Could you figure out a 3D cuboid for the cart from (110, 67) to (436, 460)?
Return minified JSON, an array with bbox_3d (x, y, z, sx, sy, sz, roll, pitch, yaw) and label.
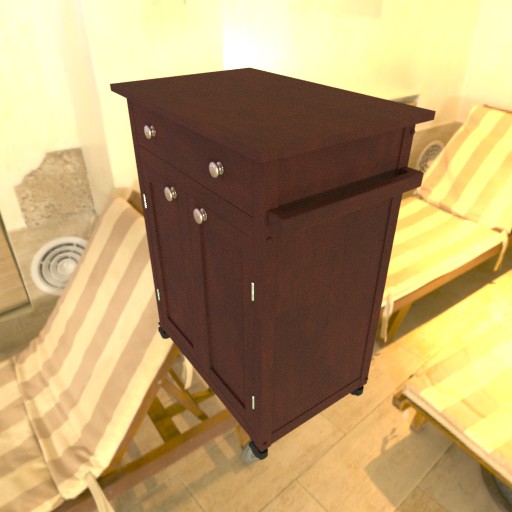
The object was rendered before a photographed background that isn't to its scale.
[{"bbox_3d":[0.000,0.000,1.247,0.442,0.864,0.683,-21,37,-30],"label":"cart"}]
